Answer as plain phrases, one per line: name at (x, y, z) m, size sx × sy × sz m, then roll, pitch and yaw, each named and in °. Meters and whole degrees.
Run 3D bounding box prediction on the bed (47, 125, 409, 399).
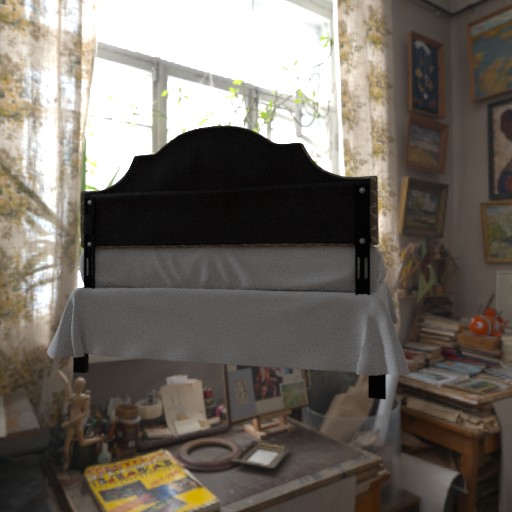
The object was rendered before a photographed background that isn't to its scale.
bed at (0.000, 0.000, 3.673) m, size 2.314 × 1.601 × 2.222 m, roll 0°, pitch -1°, yaw 17°
